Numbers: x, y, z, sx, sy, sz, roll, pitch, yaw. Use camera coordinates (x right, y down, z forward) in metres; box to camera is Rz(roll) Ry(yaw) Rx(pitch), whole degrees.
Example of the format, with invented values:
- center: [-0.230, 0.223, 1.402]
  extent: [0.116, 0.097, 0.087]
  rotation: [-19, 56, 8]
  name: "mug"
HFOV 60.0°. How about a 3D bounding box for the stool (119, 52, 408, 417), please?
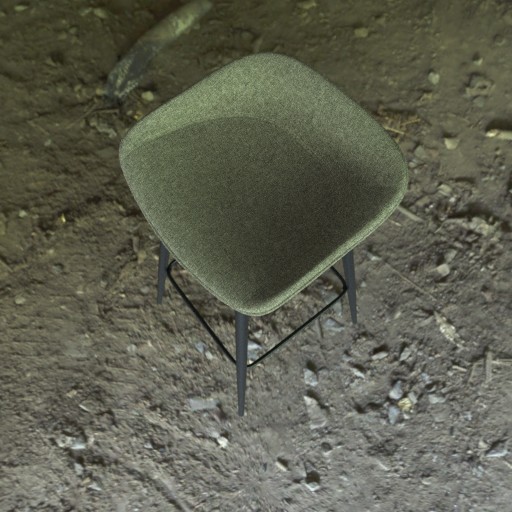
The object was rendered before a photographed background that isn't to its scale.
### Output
- center: [0.000, 0.000, 1.102]
  extent: [0.480, 0.814, 0.469]
  rotation: [-35, 68, -16]
  name: "stool"
